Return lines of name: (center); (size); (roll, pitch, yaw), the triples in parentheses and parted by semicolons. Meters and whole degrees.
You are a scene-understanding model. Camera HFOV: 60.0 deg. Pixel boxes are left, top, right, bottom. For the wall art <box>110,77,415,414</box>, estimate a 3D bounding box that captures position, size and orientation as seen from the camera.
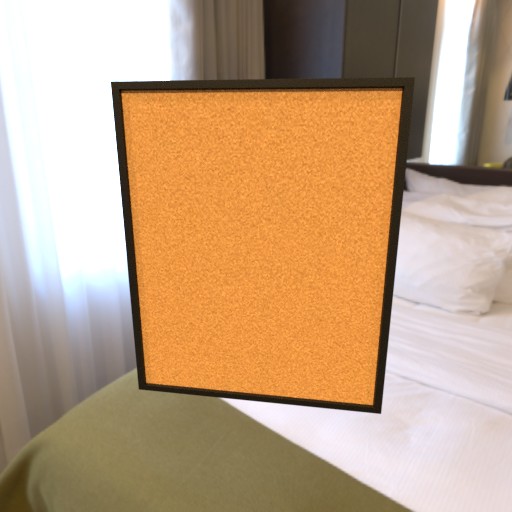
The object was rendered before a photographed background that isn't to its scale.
wall art: (0.000, 0.000, 0.755); (0.457, 0.559, 0.029); (3, 18, 9)
